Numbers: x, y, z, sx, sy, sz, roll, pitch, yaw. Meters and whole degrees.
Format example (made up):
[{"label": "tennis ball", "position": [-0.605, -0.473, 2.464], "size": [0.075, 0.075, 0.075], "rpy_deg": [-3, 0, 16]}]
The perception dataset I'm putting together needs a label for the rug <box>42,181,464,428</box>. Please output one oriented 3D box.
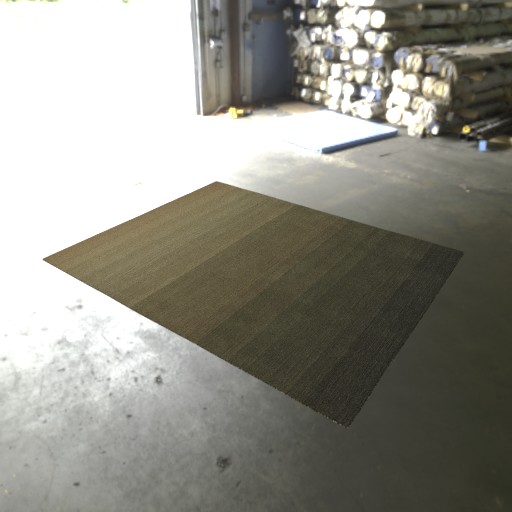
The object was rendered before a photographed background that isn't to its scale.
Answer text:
[{"label": "rug", "position": [0.000, 0.000, 3.905], "size": [2.932, 0.015, 2.315], "rpy_deg": [21, 36, 31]}]
